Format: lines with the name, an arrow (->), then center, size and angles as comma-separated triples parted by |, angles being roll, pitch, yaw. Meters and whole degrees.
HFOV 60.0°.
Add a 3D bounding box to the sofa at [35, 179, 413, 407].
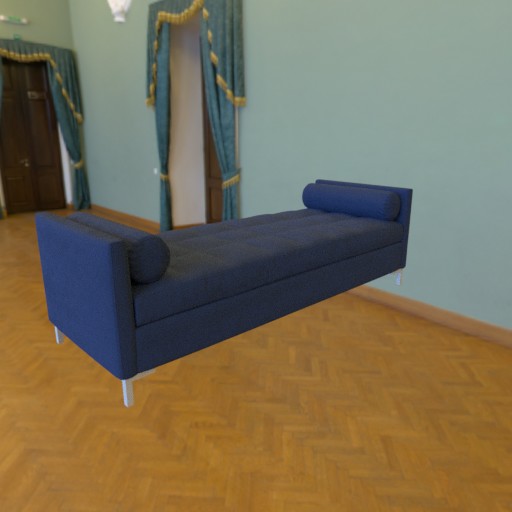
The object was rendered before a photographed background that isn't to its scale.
sofa -> 0.000, 0.000, 2.530 | 2.102, 0.657, 0.797 | -14, 21, -41
